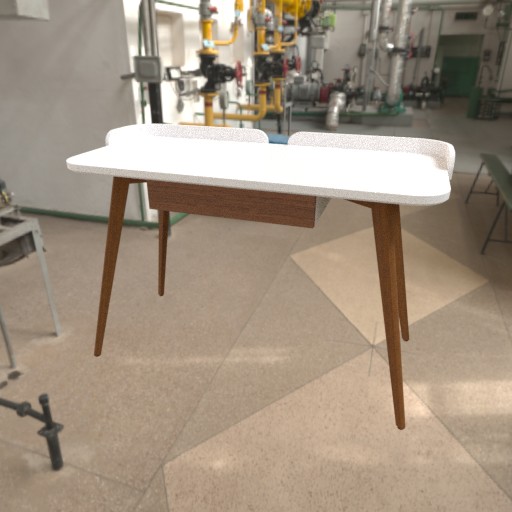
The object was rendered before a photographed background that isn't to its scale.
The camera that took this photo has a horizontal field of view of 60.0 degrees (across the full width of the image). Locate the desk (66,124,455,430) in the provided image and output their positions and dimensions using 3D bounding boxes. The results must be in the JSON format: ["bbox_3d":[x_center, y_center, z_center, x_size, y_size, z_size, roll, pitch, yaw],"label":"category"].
[{"bbox_3d":[0.000,0.000,1.607,1.206,0.807,0.534,8,26,17],"label":"desk"}]
